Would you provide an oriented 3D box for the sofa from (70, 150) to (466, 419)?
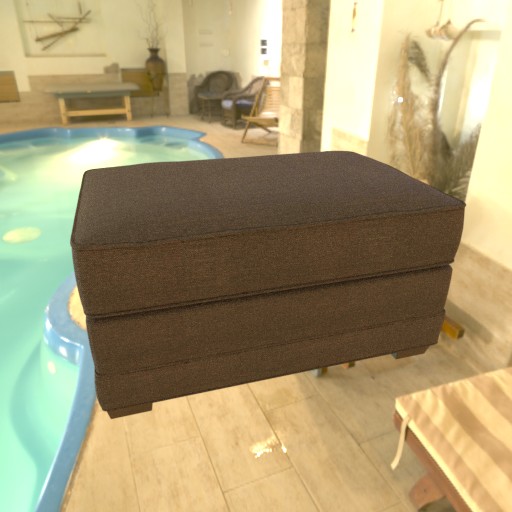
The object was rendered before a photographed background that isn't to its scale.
[{"bbox_3d":[0.000,0.000,1.204,0.854,0.457,0.578,-7,27,-15],"label":"sofa"}]
